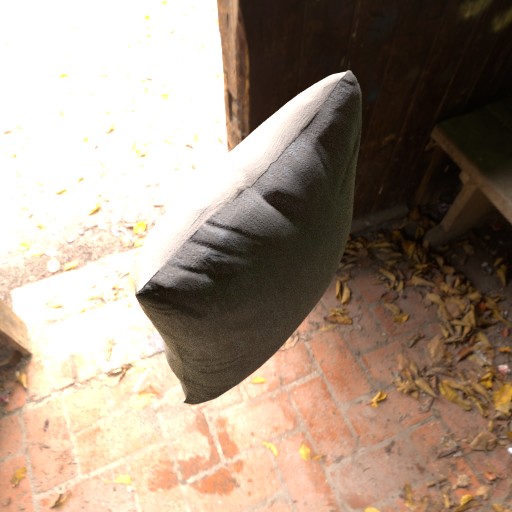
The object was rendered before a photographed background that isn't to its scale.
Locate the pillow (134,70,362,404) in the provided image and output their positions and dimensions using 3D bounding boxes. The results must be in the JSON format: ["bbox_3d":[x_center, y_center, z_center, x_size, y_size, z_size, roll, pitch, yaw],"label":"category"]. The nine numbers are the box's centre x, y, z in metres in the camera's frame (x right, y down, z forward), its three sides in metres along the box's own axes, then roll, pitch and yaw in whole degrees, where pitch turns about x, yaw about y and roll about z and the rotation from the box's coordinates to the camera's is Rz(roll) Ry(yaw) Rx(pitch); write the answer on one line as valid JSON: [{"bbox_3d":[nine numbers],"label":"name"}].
[{"bbox_3d":[0.000,0.000,0.726,0.245,0.448,0.450,33,64,19],"label":"pillow"}]
